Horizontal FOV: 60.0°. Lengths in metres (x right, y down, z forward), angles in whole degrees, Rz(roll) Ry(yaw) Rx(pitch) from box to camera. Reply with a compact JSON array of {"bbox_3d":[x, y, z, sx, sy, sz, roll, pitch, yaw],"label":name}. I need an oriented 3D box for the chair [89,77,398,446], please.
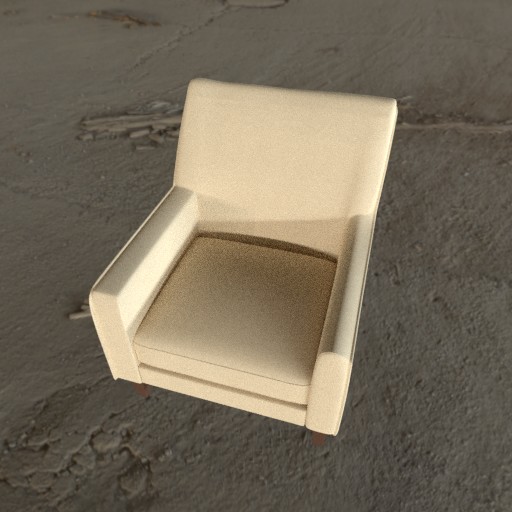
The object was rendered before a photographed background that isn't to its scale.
[{"bbox_3d":[0.000,0.000,1.588,0.780,0.919,0.899,11,42,12],"label":"chair"}]
